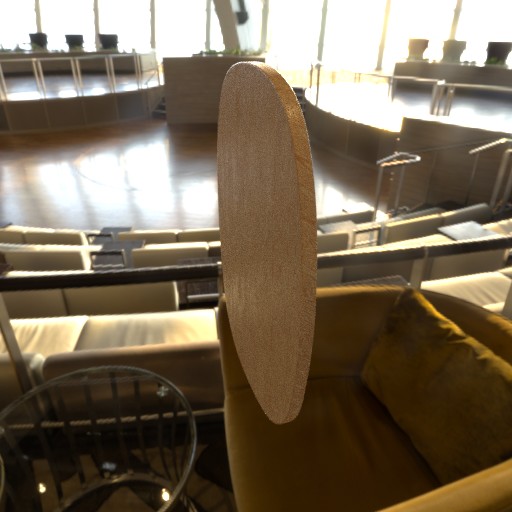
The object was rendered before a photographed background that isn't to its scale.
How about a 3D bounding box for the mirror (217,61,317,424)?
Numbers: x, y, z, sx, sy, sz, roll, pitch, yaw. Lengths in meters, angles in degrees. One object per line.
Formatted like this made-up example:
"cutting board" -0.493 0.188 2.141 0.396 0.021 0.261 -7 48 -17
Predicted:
"mirror" 0.000 0.000 1.339 0.037 1.075 0.724 -10 30 -17
